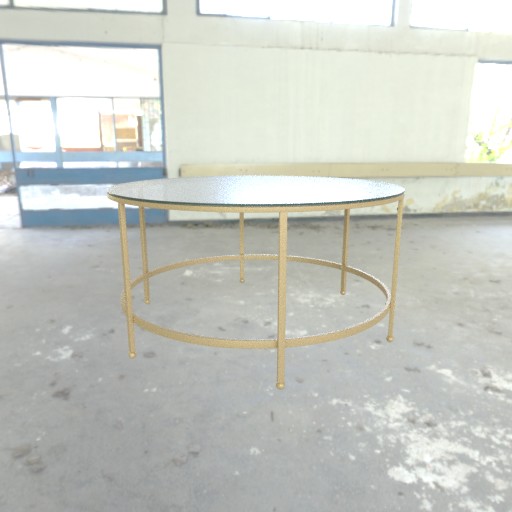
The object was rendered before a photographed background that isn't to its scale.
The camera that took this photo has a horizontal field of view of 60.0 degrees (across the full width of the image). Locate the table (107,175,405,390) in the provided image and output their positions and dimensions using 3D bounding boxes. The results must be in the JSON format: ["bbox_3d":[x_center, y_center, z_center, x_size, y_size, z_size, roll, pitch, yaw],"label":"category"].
[{"bbox_3d":[0.000,0.000,1.488,0.914,0.470,0.914,0,14,0],"label":"table"}]
